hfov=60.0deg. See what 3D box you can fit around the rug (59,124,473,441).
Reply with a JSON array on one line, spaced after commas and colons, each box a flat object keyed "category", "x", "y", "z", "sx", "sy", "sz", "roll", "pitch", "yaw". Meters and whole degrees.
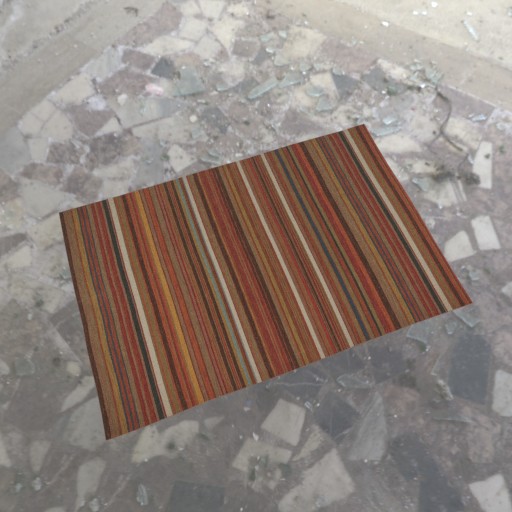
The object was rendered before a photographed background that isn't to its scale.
[{"category": "rug", "x": 0.000, "y": 0.000, "z": 2.284, "sx": 1.828, "sy": 0.007, "sz": 1.217, "roll": -18, "pitch": 66, "yaw": -9}]
